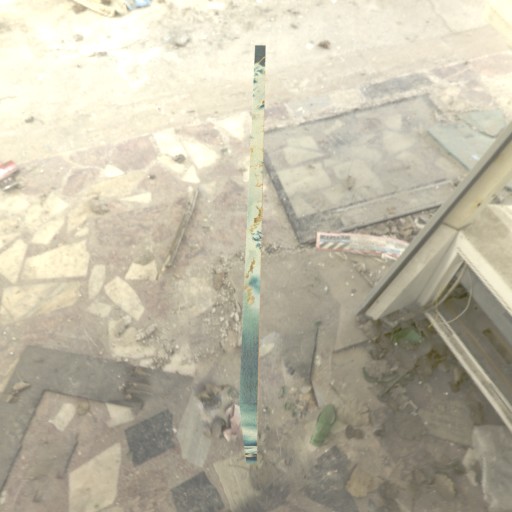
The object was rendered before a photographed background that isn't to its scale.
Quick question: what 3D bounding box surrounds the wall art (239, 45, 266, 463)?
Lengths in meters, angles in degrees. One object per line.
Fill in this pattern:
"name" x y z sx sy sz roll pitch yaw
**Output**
"wall art" 0.000 0.000 1.450 0.035 0.759 1.138 1 57 1
